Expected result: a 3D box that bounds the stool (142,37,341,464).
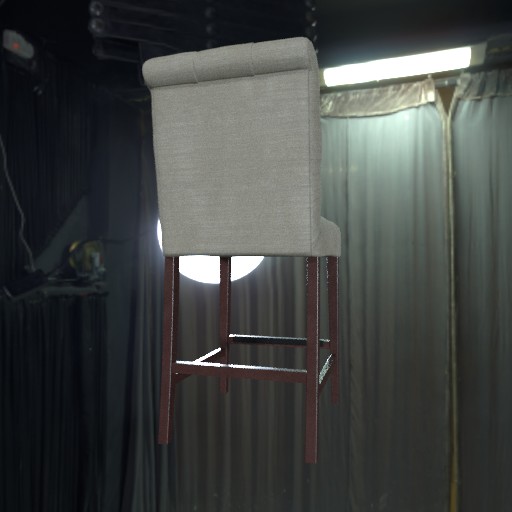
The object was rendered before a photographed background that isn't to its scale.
[{"bbox_3d":[0.000,0.000,1.433,0.486,1.084,0.660,0,-1,16],"label":"stool"}]
